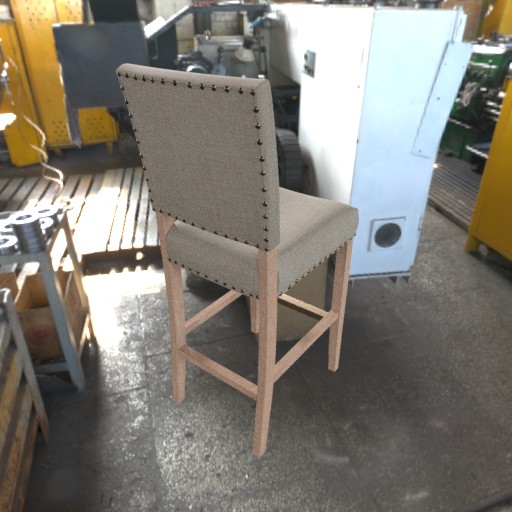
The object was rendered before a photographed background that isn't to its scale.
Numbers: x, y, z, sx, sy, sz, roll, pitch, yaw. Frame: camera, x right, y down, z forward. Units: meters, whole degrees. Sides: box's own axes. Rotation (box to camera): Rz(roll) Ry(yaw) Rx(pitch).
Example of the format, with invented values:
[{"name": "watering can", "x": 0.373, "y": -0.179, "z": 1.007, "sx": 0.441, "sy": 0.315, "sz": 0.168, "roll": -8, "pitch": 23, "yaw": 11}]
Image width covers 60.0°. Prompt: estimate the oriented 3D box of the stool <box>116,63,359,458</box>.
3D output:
[{"name": "stool", "x": 0.000, "y": 0.000, "z": 1.443, "sx": 0.445, "sy": 1.173, "sz": 0.585, "roll": 21, "pitch": 36, "yaw": 31}]
